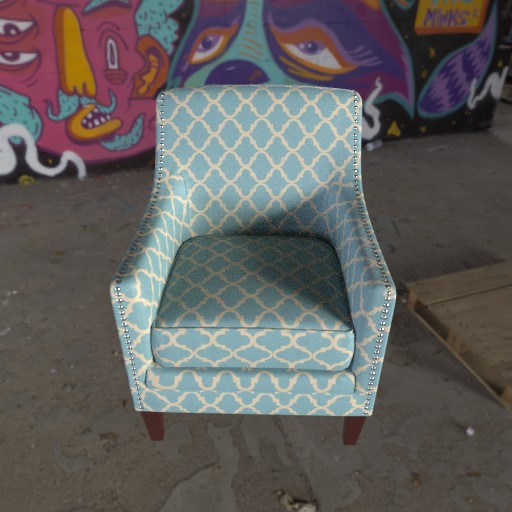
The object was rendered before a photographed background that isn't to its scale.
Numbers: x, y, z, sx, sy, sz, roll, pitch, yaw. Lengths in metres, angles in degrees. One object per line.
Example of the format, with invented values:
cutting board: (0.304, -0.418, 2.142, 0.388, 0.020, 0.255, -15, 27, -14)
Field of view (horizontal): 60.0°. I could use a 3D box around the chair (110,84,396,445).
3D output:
chair: (0.000, 0.000, 1.283, 0.617, 0.817, 0.686, 1, 32, 1)
